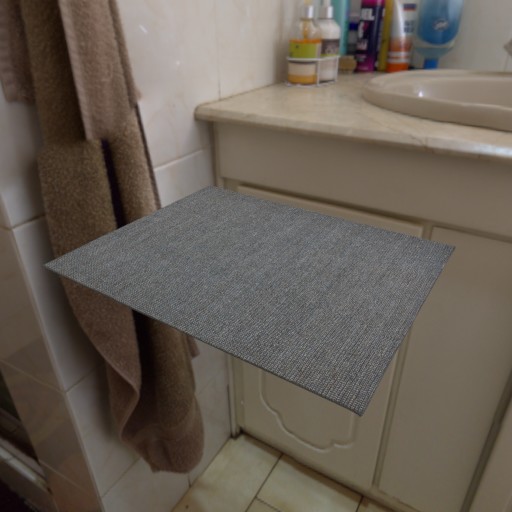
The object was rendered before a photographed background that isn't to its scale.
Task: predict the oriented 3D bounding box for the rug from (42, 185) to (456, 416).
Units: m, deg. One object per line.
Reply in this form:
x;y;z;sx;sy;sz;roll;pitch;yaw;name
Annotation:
0.000;0.000;4.169;3.068;0.021;2.456;18;34;28;rug
